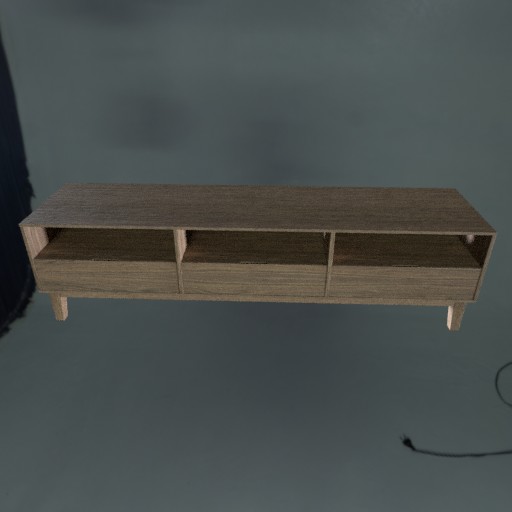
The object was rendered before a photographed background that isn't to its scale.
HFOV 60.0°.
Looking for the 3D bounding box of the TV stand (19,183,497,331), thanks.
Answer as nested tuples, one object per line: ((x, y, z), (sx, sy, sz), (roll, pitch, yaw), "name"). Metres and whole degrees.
((0.000, 0.000, 1.632), (1.482, 0.409, 0.366), (1, 30, 2), "TV stand")
